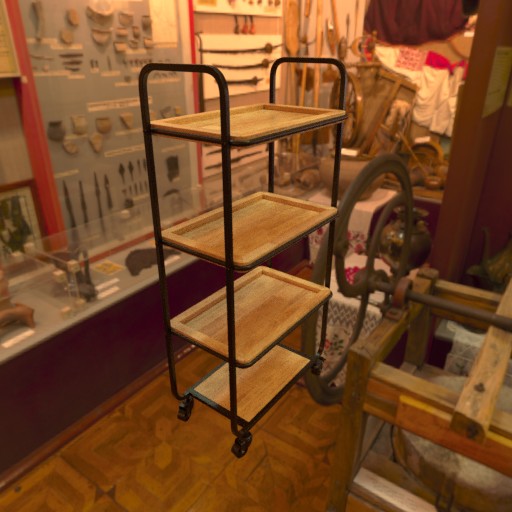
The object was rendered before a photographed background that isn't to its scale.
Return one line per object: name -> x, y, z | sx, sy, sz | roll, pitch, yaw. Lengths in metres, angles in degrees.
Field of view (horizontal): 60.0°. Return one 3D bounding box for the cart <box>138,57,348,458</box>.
cart -> 0.000, 0.000, 1.334 | 0.321, 1.080, 0.545 | 18, 31, 33
